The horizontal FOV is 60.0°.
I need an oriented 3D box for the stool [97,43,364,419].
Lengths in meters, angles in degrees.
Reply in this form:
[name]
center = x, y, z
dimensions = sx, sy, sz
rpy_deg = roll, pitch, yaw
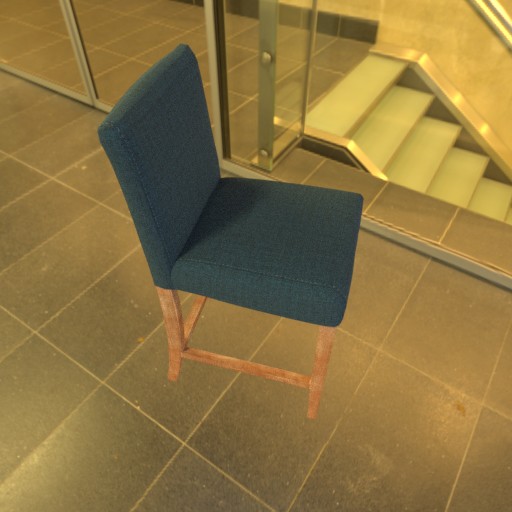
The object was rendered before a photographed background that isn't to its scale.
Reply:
[stool]
center = 0.000, 0.000, 1.328
dimensions = 0.567, 1.039, 0.454
rpy_deg = 11, 47, 10
